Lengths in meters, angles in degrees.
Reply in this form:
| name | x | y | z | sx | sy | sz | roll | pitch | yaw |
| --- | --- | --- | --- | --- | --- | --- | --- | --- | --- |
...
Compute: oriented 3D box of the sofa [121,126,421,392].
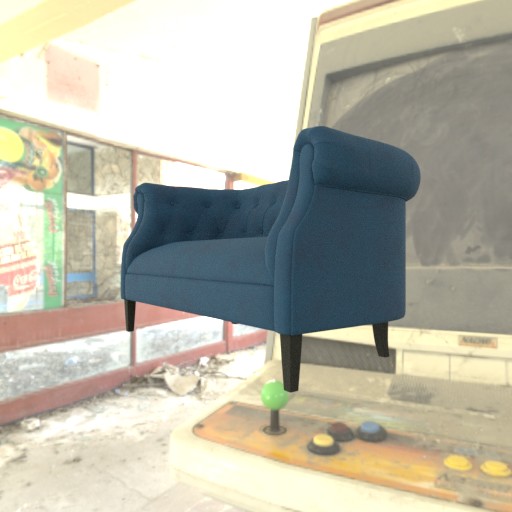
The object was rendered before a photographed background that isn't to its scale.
| name | x | y | z | sx | sy | sz | roll | pitch | yaw |
| --- | --- | --- | --- | --- | --- | --- | --- | --- | --- |
| sofa | 0.000 | 0.000 | 2.115 | 0.835 | 0.827 | 1.558 | 0 | 0 | -37 |
